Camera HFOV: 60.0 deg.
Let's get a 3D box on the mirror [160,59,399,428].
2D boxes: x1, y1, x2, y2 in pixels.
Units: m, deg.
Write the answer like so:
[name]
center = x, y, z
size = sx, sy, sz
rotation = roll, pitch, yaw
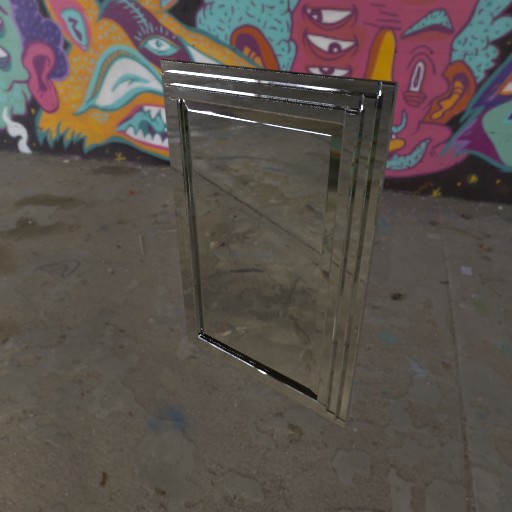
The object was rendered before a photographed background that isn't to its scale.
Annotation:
[mirror]
center = 0.000, 0.000, 1.169
size = 0.613, 0.914, 0.039
rotation = 21, 36, 31
